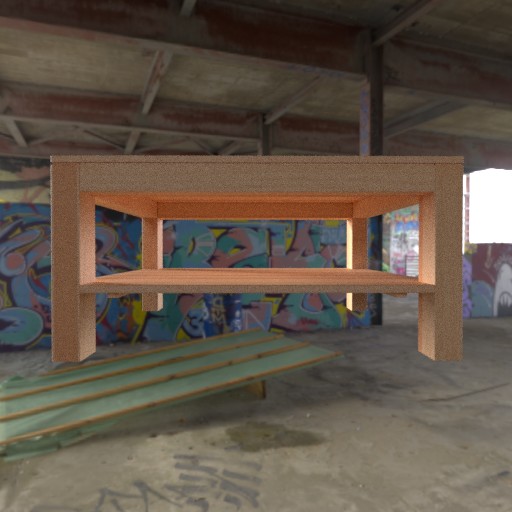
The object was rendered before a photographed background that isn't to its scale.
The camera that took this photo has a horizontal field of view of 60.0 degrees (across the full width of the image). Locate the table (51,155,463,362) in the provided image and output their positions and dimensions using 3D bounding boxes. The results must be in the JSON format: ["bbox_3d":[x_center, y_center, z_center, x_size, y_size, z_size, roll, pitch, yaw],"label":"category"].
[{"bbox_3d":[0.000,0.000,1.418,0.900,0.450,0.900,0,1,-1],"label":"table"}]
